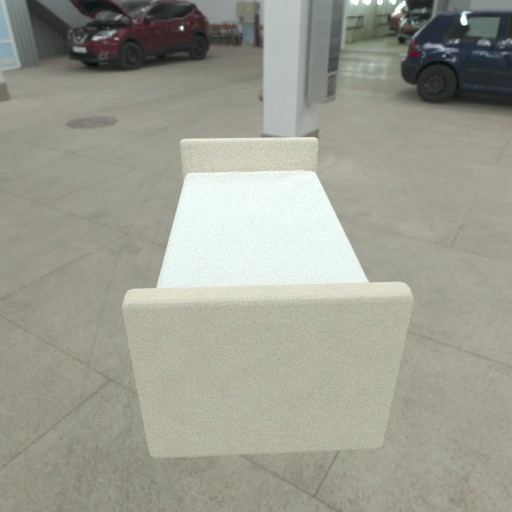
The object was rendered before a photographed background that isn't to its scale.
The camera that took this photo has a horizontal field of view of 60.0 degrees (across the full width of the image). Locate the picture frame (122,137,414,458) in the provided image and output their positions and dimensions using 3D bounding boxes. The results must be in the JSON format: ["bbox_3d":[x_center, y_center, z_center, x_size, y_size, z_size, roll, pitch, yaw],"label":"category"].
[{"bbox_3d":[0.000,0.000,2.742,1.069,0.891,2.161,-1,30,-2],"label":"picture frame"}]
